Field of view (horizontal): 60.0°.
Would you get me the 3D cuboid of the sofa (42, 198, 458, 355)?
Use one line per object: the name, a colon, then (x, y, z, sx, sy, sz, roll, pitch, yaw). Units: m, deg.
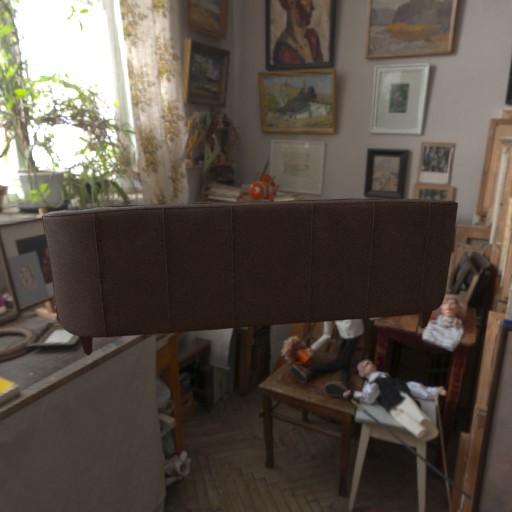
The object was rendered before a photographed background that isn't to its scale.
sofa: (0.000, 0.000, 2.692, 2.227, 0.787, 0.927, -3, 16, -9)
